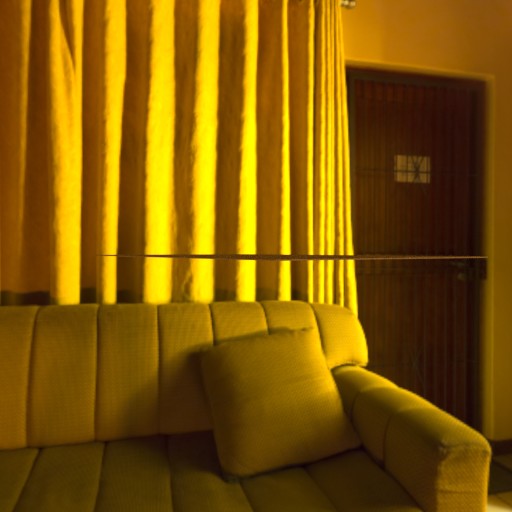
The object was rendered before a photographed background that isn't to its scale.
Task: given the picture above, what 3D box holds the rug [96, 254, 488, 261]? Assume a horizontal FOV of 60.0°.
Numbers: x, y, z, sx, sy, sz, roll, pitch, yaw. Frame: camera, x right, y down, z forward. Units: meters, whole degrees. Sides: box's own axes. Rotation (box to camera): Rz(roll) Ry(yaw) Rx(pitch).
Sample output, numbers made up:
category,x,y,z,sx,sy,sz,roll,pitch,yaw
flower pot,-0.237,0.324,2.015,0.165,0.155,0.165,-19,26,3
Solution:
category,x,y,z,sx,sy,sz,roll,pitch,yaw
rug,0.000,0.000,3.074,1.523,0.008,2.438,0,1,-35
